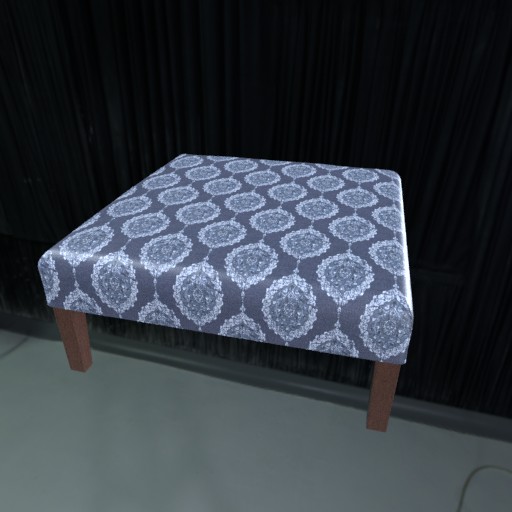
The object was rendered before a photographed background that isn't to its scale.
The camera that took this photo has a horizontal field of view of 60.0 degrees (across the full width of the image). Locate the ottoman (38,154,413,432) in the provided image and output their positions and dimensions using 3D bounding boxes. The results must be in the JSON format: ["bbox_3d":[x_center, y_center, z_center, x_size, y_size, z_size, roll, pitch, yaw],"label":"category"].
[{"bbox_3d":[0.000,0.000,1.433,0.889,0.409,0.890,7,30,12],"label":"ottoman"}]
